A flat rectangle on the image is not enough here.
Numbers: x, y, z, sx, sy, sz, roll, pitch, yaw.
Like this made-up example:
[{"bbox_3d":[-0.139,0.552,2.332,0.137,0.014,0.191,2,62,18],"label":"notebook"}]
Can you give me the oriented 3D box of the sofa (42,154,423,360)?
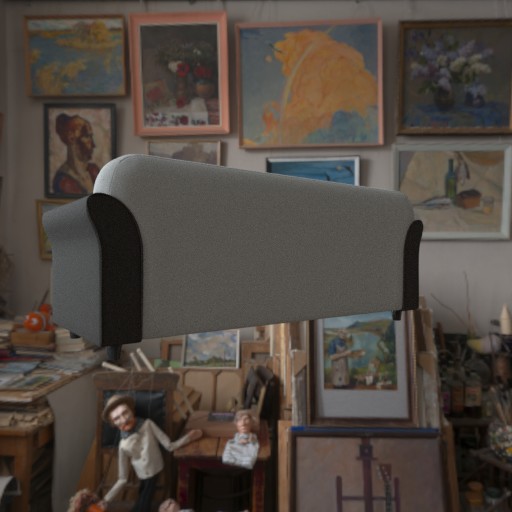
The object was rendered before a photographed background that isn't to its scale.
[{"bbox_3d":[0.000,0.000,2.418,2.001,0.787,0.755,0,0,-36],"label":"sofa"}]
